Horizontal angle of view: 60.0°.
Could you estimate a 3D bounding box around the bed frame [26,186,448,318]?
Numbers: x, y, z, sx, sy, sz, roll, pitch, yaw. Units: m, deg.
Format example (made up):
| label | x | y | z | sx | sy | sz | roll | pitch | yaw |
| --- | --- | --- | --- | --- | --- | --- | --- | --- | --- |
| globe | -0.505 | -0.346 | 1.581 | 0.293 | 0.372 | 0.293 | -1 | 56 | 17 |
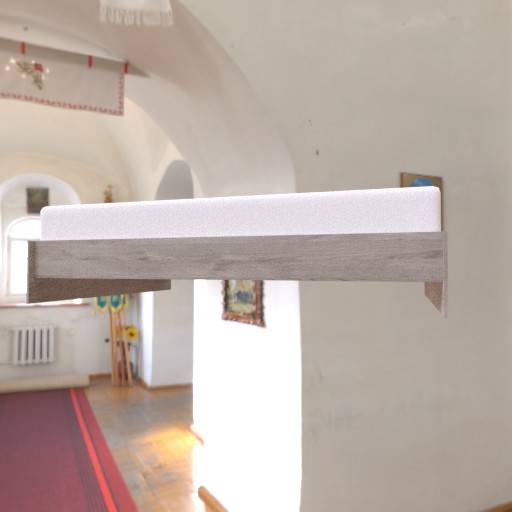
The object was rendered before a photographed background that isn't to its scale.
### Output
| label | x | y | z | sx | sy | sz | roll | pitch | yaw |
| --- | --- | --- | --- | --- | --- | --- | --- | --- | --- |
| bed frame | 0.000 | 0.000 | 2.608 | 1.945 | 0.497 | 1.445 | 0 | -1 | 18 |
